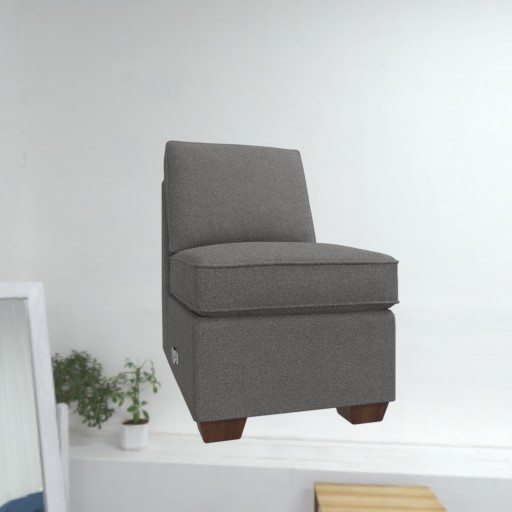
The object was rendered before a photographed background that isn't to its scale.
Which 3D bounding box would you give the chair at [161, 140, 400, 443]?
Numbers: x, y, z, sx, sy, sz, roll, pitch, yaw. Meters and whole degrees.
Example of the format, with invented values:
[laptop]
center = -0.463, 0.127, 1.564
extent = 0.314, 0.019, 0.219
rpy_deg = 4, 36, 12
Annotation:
[chair]
center = 0.000, 0.000, 1.623
extent = 0.621, 0.970, 0.938
rpy_deg = 0, 0, -17
